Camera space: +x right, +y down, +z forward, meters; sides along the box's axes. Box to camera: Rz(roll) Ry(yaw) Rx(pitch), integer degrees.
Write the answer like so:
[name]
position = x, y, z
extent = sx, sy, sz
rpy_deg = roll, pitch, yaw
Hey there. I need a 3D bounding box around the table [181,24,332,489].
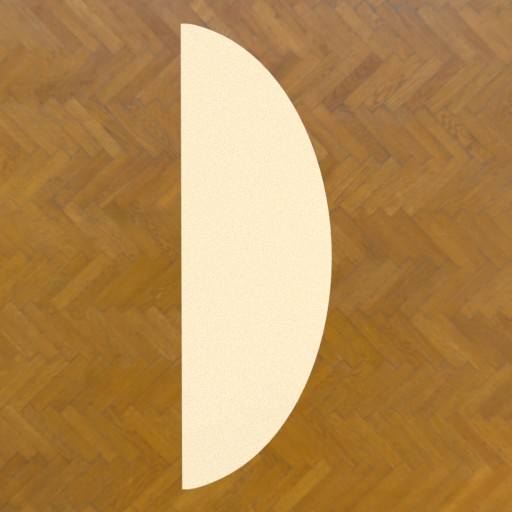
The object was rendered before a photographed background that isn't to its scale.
[table]
position = 0.000, 0.000, 1.551
extent = 0.394, 0.780, 1.219
rpy_deg = 0, 91, 0
